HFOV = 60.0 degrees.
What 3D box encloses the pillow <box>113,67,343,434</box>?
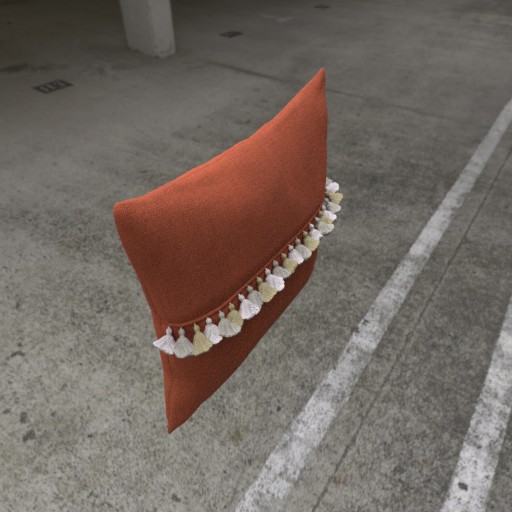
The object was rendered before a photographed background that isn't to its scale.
[{"bbox_3d":[0.000,0.000,0.746,0.165,0.482,0.490,24,48,24],"label":"pillow"}]
